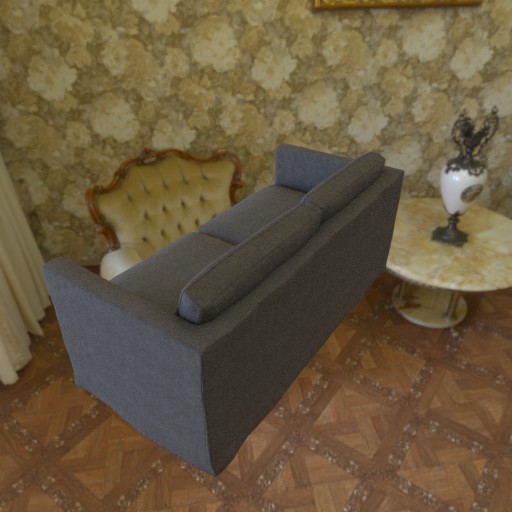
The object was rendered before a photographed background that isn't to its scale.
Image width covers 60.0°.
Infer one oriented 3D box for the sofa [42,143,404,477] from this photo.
[{"bbox_3d":[0.000,0.000,2.497,0.953,0.855,1.982,21,38,29],"label":"sofa"}]
